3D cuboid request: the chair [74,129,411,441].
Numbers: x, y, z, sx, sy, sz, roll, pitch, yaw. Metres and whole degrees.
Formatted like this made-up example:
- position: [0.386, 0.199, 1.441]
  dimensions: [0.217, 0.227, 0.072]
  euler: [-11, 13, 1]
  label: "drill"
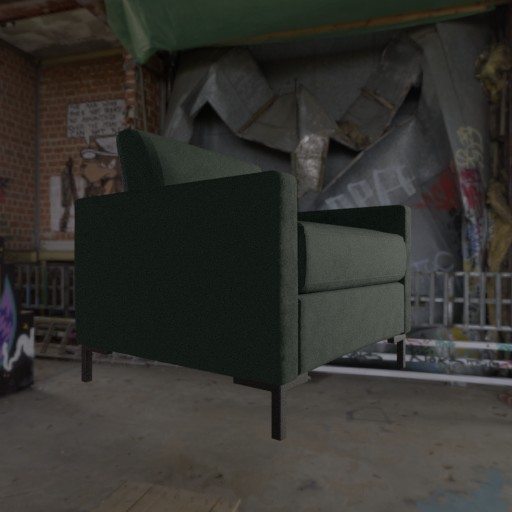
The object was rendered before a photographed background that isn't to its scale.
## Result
- position: [0.000, 0.000, 1.618]
  dimensions: [0.866, 0.861, 0.963]
  euler: [0, 0, 37]
  label: "chair"
